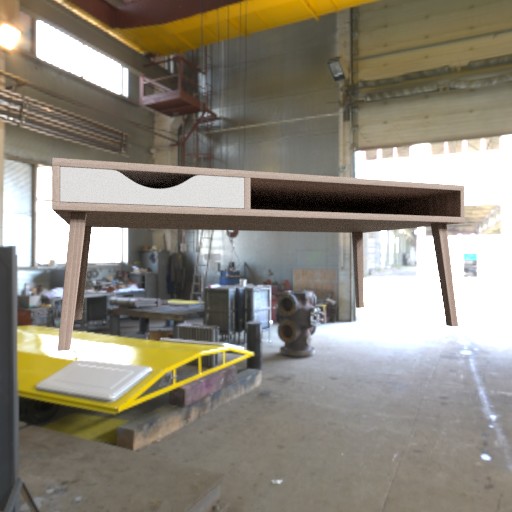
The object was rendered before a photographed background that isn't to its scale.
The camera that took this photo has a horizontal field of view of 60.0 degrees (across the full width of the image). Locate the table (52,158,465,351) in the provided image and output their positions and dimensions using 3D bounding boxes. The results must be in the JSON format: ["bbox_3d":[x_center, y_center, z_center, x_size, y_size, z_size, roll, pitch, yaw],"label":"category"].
[{"bbox_3d":[0.000,0.000,1.498,1.200,0.450,0.600,0,0,-19],"label":"table"}]
